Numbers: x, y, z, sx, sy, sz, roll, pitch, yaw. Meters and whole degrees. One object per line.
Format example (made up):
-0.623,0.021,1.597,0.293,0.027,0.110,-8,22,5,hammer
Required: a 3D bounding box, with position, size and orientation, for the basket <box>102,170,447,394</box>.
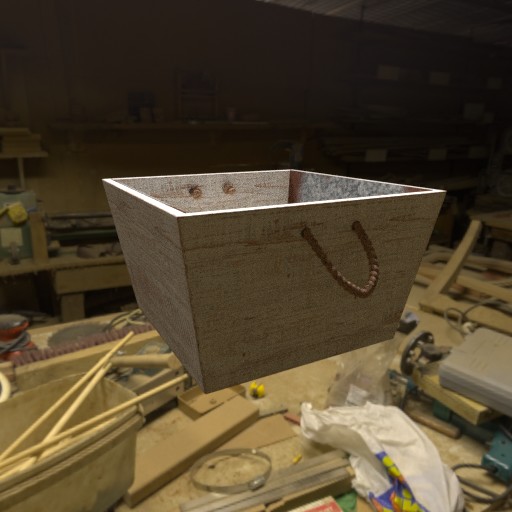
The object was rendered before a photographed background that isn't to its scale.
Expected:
0.000,0.000,0.762,0.413,0.247,0.545,-9,18,-28,basket
